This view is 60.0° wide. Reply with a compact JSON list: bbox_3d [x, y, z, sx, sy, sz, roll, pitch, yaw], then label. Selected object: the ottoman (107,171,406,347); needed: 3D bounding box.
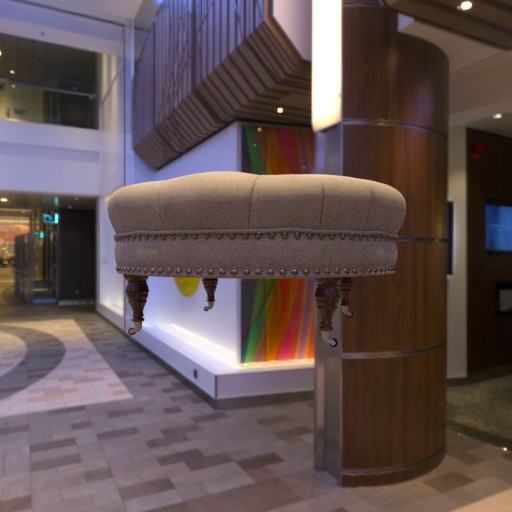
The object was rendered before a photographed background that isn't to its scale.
[{"bbox_3d":[0.000,0.000,1.405,0.901,0.439,0.901,0,0,0],"label":"ottoman"}]
